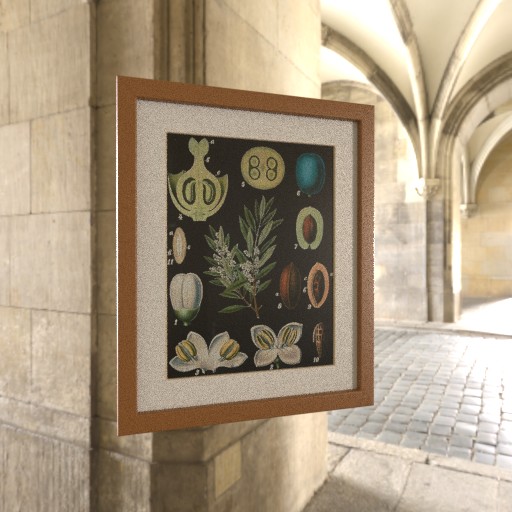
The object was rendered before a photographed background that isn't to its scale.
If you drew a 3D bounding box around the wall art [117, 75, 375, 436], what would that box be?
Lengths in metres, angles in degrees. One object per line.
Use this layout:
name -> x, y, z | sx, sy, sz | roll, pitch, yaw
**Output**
wall art -> 0.000, 0.000, 0.751 | 0.449, 0.550, 0.021 | 0, 0, -18
